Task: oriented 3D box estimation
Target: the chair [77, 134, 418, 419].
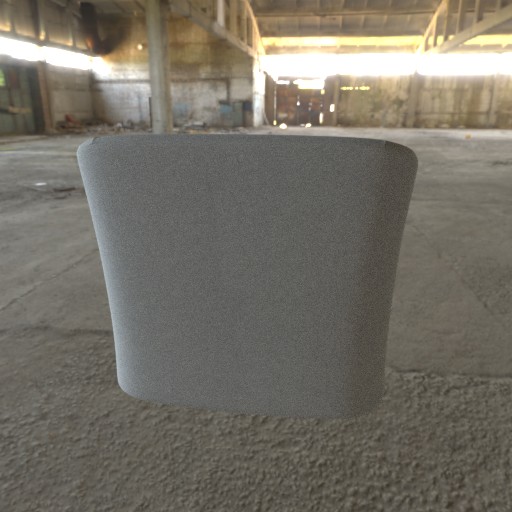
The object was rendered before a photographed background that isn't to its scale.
[{"bbox_3d":[0.000,0.000,1.294,0.790,0.720,0.700,3,19,8],"label":"chair"}]
